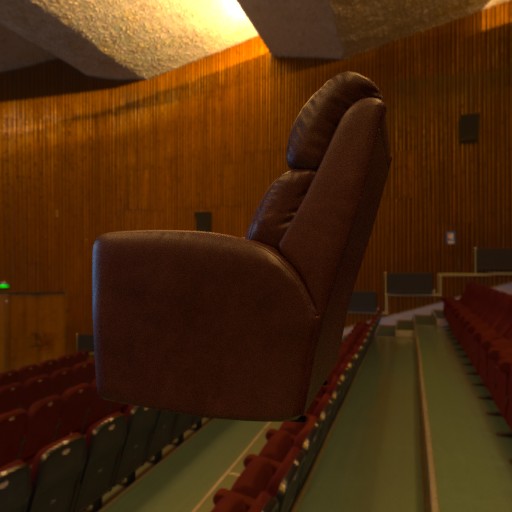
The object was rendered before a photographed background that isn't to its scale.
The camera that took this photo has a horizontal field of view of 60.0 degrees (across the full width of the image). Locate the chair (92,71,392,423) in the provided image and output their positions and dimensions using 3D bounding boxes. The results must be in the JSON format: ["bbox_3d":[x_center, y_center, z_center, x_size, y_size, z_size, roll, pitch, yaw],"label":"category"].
[{"bbox_3d":[0.000,0.000,1.624,0.939,1.016,0.787,0,0,18],"label":"chair"}]
